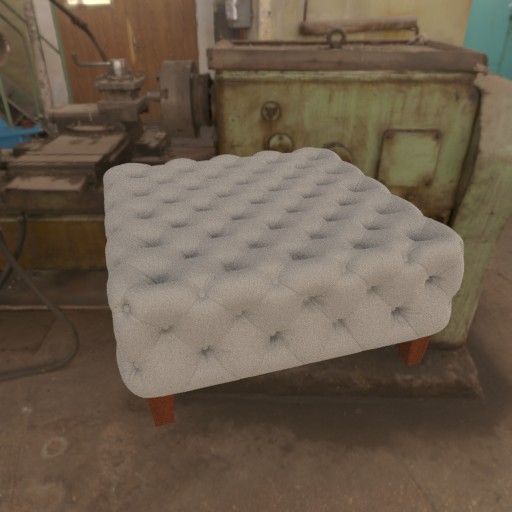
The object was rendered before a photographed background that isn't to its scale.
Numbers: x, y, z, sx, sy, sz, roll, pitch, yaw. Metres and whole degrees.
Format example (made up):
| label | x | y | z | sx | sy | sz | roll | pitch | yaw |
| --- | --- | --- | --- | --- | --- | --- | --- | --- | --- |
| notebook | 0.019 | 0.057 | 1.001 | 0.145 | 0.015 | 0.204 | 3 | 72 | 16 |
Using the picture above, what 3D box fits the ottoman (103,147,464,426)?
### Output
| label | x | y | z | sx | sy | sz | roll | pitch | yaw |
| --- | --- | --- | --- | --- | --- | --- | --- | --- | --- |
| ottoman | 0.000 | 0.000 | 1.449 | 0.917 | 0.439 | 0.911 | -9 | 32 | -15 |
